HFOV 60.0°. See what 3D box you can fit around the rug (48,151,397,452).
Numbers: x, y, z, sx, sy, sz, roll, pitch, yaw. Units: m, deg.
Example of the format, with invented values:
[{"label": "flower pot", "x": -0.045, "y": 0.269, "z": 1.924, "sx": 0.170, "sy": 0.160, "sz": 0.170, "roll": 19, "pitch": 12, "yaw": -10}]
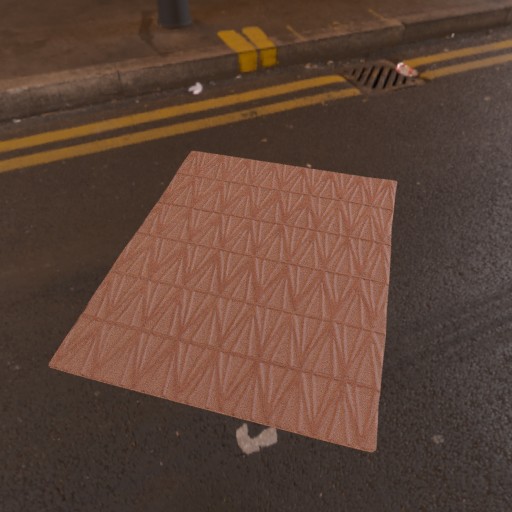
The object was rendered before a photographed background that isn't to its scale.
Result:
[{"label": "rug", "x": 0.000, "y": 0.000, "z": 4.139, "sx": 2.453, "sy": 0.043, "sz": 3.052, "roll": 11, "pitch": 47, "yaw": 10}]
